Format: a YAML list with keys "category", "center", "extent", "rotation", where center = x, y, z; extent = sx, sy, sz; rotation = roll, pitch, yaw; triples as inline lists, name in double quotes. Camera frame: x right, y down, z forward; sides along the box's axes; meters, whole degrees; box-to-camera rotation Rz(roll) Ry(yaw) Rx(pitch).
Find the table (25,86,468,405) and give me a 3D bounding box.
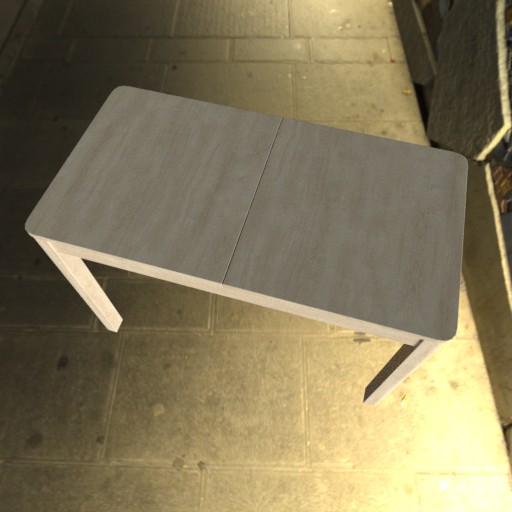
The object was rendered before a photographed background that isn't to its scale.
- category: "table"
  center: [0.000, 0.000, 1.924]
  extent: [1.400, 0.900, 0.750]
  rotation: [14, 61, 8]
